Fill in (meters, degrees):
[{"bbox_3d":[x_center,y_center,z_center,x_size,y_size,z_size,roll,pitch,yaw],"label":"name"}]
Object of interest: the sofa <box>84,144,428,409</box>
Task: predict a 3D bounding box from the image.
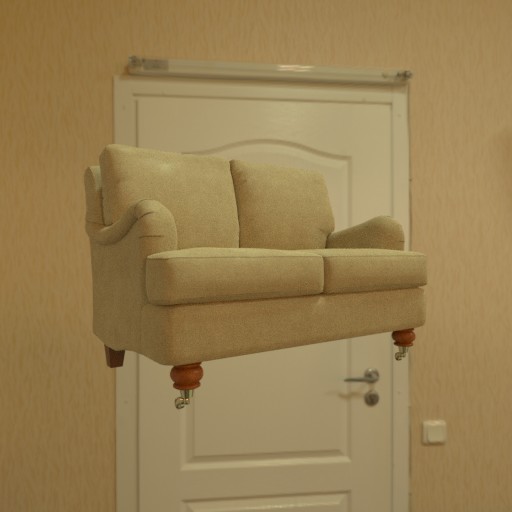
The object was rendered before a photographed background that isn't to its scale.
[{"bbox_3d":[0.000,0.000,2.272,1.498,1.087,1.086,0,1,-35],"label":"sofa"}]
